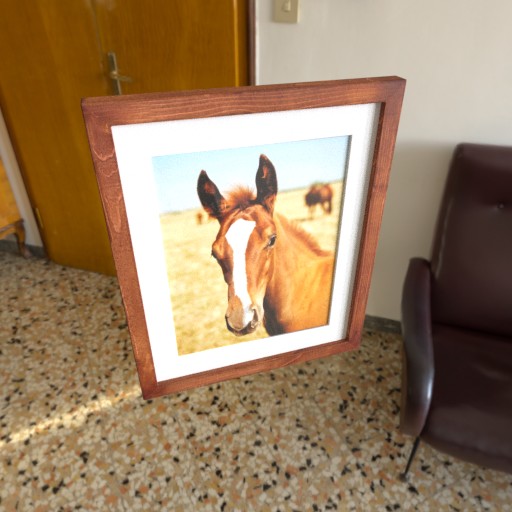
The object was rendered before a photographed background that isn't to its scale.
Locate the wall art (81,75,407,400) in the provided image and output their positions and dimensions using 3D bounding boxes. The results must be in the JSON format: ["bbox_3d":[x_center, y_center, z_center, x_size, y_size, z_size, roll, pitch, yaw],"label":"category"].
[{"bbox_3d":[0.000,0.000,0.768,0.462,0.558,0.030,-10,35,-14],"label":"wall art"}]
